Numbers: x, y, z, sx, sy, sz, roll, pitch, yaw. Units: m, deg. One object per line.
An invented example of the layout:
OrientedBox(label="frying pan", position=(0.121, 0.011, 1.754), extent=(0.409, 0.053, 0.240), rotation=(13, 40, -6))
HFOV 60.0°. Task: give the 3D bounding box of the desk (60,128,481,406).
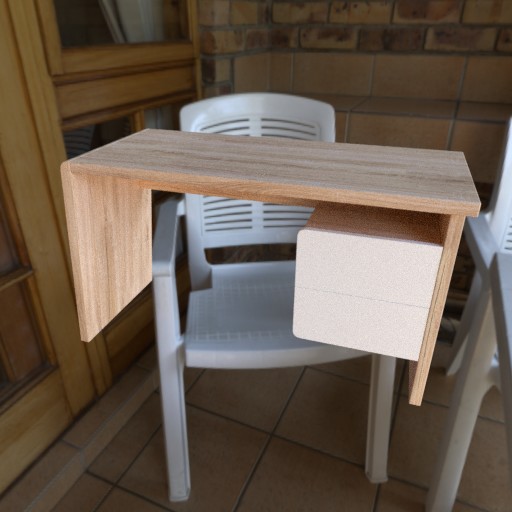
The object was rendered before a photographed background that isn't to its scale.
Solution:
OrientedBox(label="desk", position=(0.000, 0.000, 1.628), extent=(1.300, 0.750, 0.500), rotation=(9, 29, 16))
